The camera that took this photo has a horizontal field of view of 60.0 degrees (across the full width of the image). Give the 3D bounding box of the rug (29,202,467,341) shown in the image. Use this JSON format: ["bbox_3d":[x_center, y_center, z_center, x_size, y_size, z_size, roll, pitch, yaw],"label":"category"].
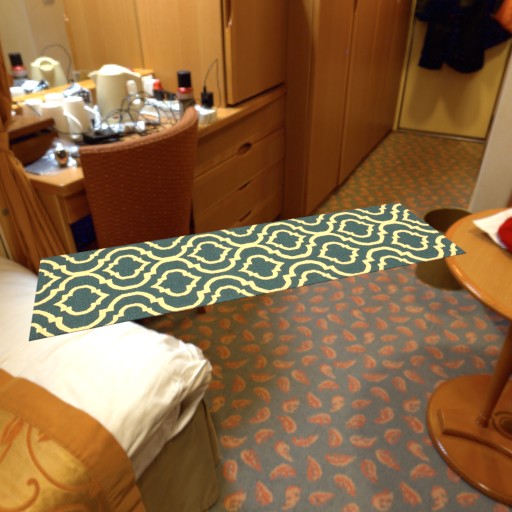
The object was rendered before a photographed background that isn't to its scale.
[{"bbox_3d":[0.000,0.000,2.495,2.296,0.006,0.685,-10,34,-15],"label":"rug"}]
